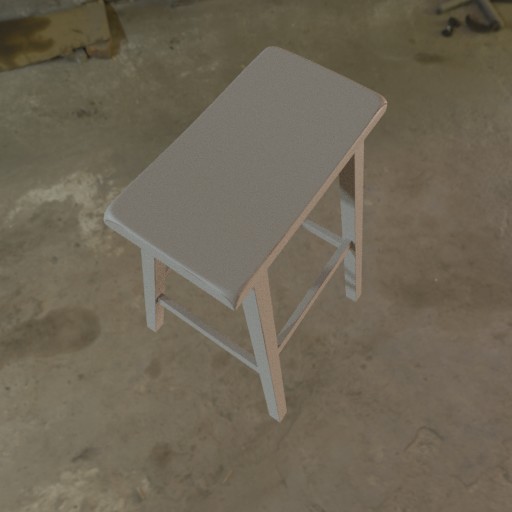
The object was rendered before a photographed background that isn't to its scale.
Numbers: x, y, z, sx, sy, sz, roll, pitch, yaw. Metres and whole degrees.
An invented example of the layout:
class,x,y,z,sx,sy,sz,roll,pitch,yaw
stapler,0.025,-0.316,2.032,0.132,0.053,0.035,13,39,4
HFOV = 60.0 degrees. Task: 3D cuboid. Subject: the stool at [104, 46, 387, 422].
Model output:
class,x,y,z,sx,sy,sz,roll,pitch,yaw
stool,0.000,0.000,1.020,0.476,0.737,0.457,32,68,15
